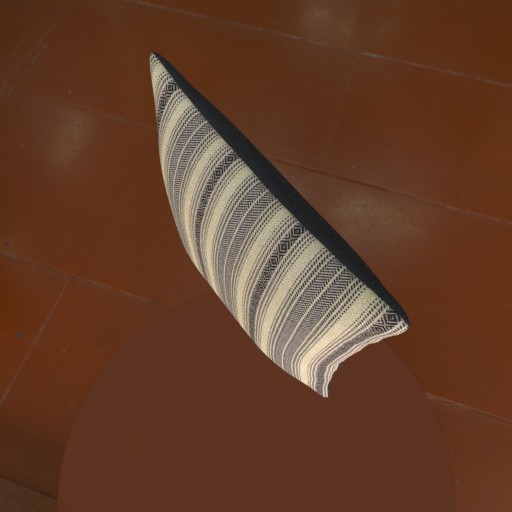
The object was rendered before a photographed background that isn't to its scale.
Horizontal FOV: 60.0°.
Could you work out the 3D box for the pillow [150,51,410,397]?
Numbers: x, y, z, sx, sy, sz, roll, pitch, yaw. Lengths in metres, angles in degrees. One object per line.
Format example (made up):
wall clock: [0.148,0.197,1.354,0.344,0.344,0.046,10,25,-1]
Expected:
pillow: [0.000,0.000,0.781,0.166,0.508,0.520,-34,69,-15]
